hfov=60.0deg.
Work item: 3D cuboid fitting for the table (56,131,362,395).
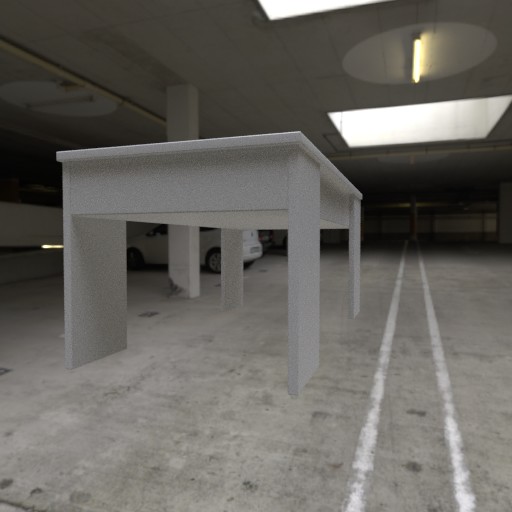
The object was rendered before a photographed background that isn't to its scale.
[{"bbox_3d":[0.000,0.000,1.283,0.500,0.440,1.000,1,2,19],"label":"table"}]
